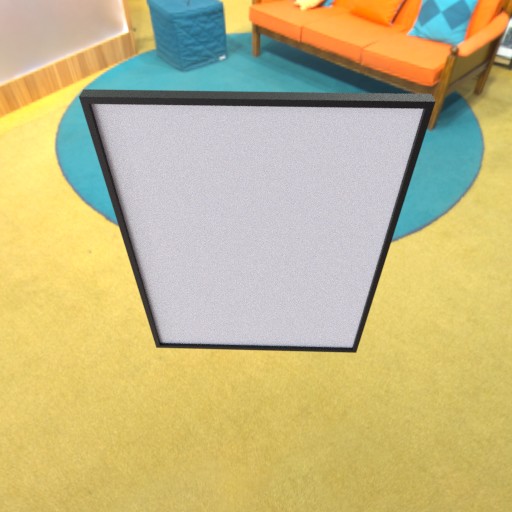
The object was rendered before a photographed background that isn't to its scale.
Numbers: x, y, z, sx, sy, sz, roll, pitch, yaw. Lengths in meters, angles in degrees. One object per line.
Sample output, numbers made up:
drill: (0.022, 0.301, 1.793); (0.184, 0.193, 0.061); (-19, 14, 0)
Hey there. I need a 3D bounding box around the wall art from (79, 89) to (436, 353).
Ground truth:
wall art: (0.000, 0.000, 1.399); (0.802, 1.070, 0.036); (1, 47, 1)
